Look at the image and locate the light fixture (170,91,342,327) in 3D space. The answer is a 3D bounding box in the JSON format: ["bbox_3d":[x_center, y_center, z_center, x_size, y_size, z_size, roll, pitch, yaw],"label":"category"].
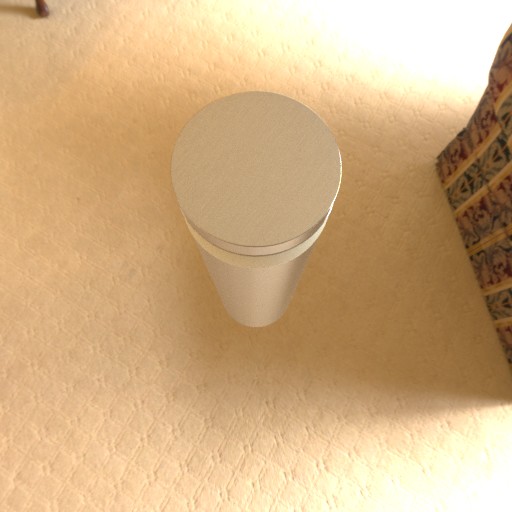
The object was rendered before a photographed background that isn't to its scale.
[{"bbox_3d":[0.000,0.000,0.451,0.102,0.400,0.102,36,78,9],"label":"light fixture"}]
